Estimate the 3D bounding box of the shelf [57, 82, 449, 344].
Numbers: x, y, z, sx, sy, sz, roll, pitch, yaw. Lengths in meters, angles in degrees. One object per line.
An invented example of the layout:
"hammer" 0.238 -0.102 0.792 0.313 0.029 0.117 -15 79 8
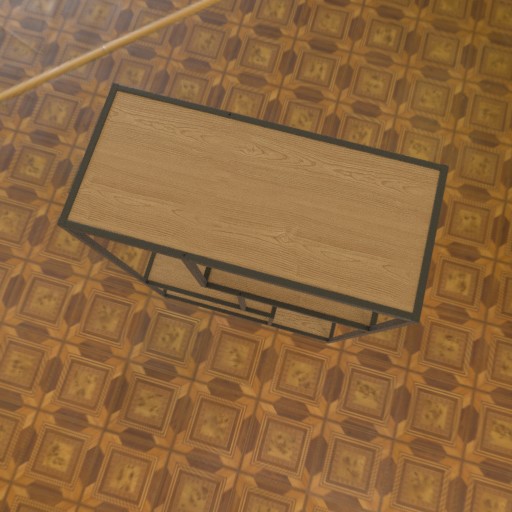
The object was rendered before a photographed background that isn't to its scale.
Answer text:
"shelf" 0.000 0.000 1.497 0.770 1.138 0.350 15 77 3
